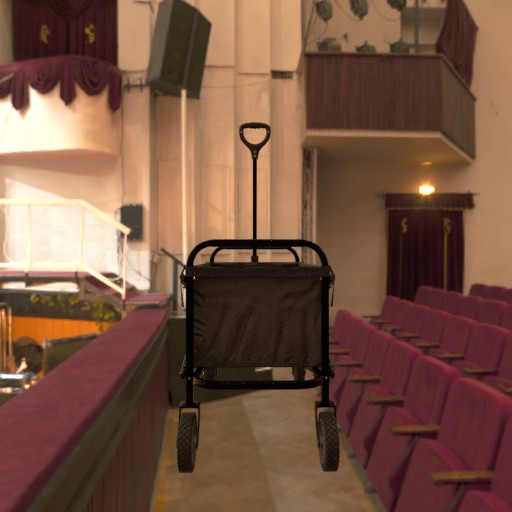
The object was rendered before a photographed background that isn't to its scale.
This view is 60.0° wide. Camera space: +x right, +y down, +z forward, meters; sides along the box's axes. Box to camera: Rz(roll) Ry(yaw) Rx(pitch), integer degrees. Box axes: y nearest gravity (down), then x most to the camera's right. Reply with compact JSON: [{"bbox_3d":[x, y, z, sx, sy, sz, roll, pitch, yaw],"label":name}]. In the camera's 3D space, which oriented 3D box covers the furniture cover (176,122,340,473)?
[{"bbox_3d":[0.000,0.000,1.783,0.532,1.295,1.038,0,0,-1],"label":"furniture cover"}]
